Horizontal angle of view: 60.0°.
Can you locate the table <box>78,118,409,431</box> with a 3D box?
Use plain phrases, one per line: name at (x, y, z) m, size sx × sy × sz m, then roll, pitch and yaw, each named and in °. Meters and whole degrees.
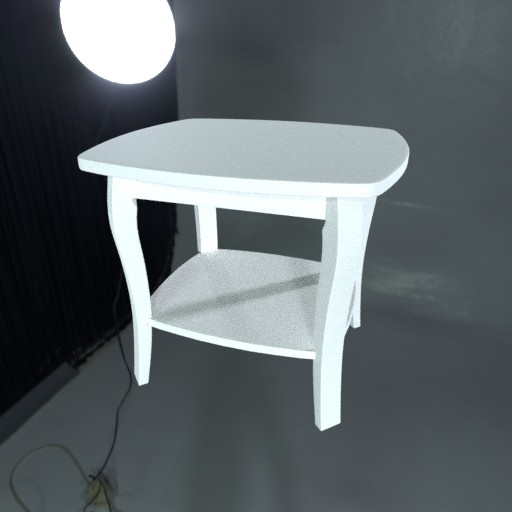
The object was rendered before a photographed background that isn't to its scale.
table at (0.000, 0.000, 0.855) m, size 0.502 × 0.438 × 0.451 m, roll 8°, pitch 27°, yaw 16°
